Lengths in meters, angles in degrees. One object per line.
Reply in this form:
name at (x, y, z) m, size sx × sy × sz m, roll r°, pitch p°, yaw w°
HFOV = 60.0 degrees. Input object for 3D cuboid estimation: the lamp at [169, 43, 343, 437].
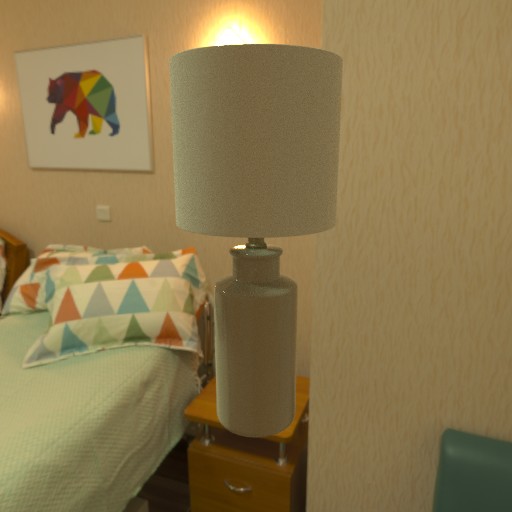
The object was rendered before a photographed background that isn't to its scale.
lamp at (0.000, 0.000, 0.608) m, size 0.212 × 0.493 × 0.212 m, roll -2°, pitch 14°, yaw -8°
